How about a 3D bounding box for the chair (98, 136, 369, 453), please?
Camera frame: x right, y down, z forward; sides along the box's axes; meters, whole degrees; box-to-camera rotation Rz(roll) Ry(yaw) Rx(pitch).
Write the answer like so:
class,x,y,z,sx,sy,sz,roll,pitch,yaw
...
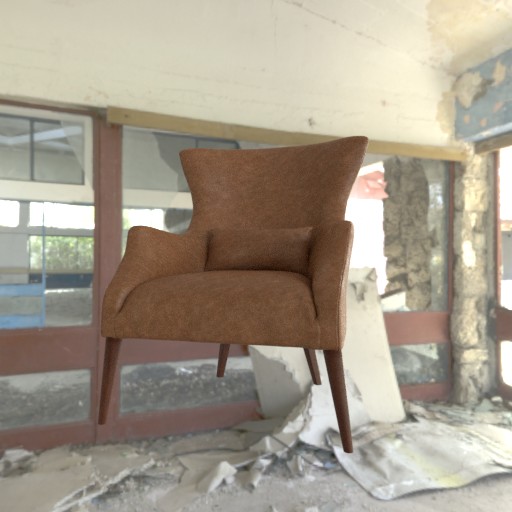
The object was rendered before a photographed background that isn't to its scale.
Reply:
class,x,y,z,sx,sy,sz,roll,pitch,yaw
chair,0.000,0.000,1.734,0.846,1.067,0.955,0,-1,16
